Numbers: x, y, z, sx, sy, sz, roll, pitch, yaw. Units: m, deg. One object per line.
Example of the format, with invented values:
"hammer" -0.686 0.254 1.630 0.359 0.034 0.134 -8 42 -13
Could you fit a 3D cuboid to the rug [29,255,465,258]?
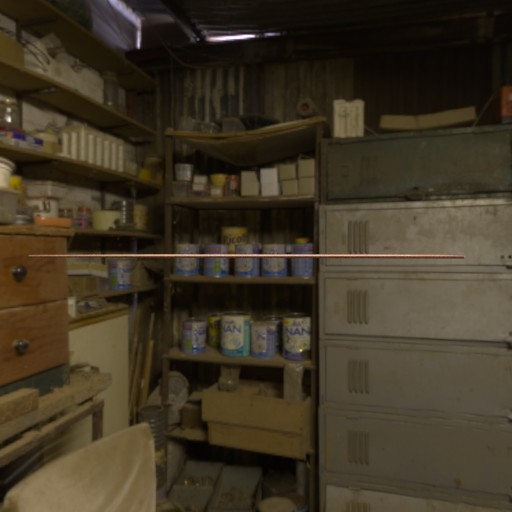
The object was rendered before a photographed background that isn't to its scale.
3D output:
"rug" 0.000 0.000 3.065 2.438 0.014 1.524 0 0 18
